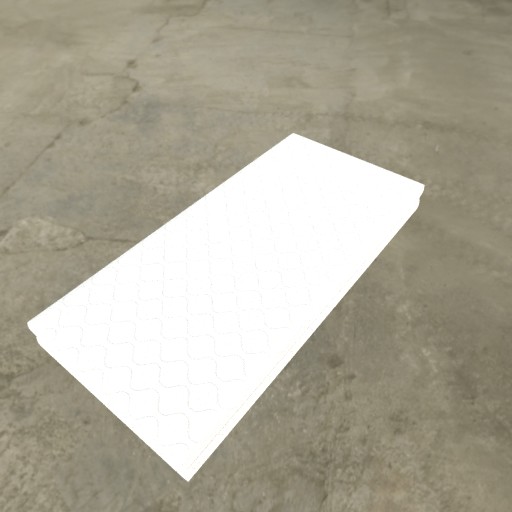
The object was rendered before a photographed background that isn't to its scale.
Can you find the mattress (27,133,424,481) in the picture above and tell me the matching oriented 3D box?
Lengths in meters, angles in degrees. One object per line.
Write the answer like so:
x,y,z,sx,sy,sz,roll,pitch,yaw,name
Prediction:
0.000,0.000,2.195,0.900,0.200,1.900,30,53,26,mattress
